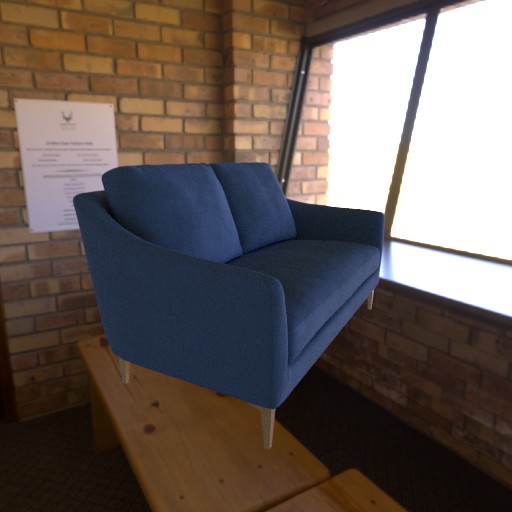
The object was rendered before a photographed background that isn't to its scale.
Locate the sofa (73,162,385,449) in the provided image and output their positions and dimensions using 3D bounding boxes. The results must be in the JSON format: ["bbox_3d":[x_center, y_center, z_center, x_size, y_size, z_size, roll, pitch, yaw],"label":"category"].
[{"bbox_3d":[0.000,0.000,2.197,0.960,0.902,1.619,6,15,26],"label":"sofa"}]
